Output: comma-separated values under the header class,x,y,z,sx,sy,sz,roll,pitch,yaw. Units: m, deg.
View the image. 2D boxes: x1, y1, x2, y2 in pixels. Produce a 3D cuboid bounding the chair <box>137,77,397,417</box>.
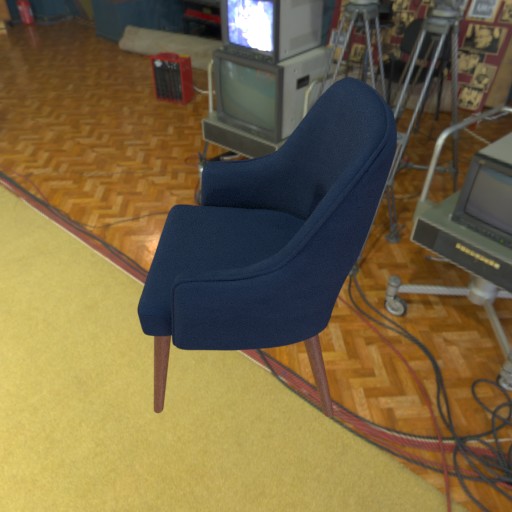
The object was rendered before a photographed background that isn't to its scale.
class,x,y,z,sx,sy,sz,roll,pitch,yaw
chair,0.000,0.000,1.203,0.591,0.844,0.559,1,39,1
